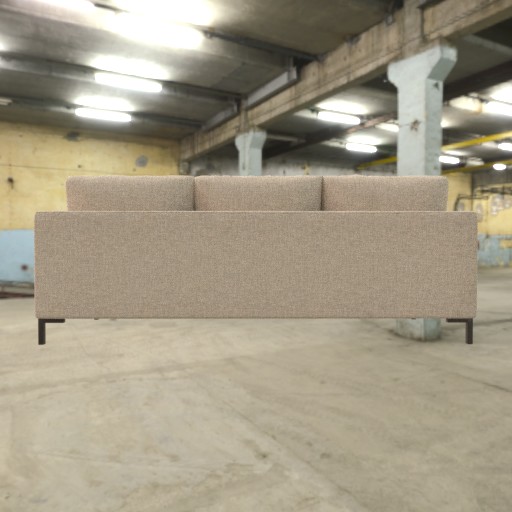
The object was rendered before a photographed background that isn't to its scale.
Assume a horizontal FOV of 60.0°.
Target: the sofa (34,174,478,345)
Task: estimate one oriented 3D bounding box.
[{"bbox_3d":[0.000,0.000,2.622,2.218,0.874,0.859,0,1,0],"label":"sofa"}]
